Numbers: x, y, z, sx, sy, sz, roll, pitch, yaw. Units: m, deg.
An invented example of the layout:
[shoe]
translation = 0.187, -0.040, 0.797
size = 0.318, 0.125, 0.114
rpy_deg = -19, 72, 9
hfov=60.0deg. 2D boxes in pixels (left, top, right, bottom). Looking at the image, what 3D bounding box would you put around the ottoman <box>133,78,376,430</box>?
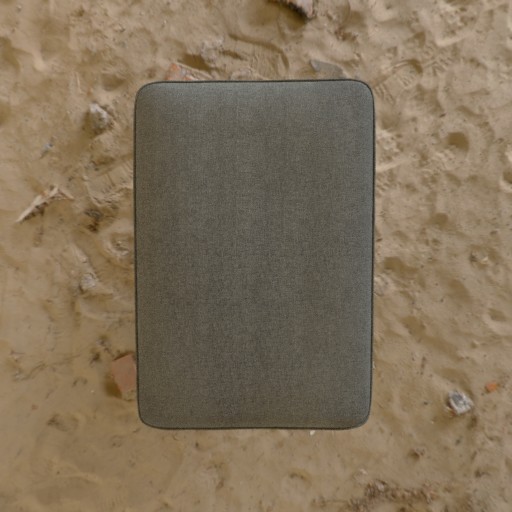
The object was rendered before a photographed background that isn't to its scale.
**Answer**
[ottoman]
translation = 0.000, 0.000, 1.179
size = 0.561, 0.457, 0.813
rpy_deg = 0, 91, 2
